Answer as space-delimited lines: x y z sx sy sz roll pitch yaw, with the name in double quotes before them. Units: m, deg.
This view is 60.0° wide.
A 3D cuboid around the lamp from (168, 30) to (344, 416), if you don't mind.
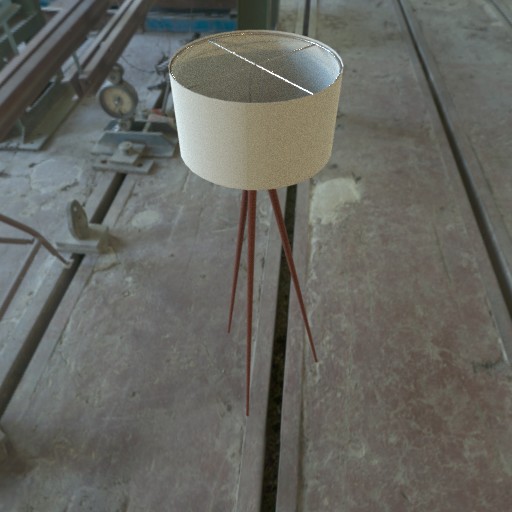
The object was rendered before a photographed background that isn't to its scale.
"lamp" 0.000 0.000 1.789 0.483 1.553 0.483 -31 53 -26
